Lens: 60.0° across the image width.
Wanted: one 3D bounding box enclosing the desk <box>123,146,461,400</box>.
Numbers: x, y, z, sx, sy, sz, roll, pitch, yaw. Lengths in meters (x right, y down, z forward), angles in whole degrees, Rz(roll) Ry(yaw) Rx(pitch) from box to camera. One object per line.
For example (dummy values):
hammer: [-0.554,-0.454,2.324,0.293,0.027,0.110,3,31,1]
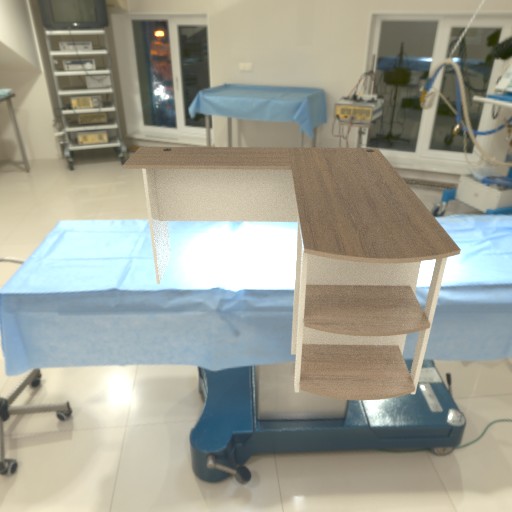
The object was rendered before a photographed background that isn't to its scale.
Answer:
desk: [0.000,0.000,2.141,1.361,0.716,1.303,1,29,1]
